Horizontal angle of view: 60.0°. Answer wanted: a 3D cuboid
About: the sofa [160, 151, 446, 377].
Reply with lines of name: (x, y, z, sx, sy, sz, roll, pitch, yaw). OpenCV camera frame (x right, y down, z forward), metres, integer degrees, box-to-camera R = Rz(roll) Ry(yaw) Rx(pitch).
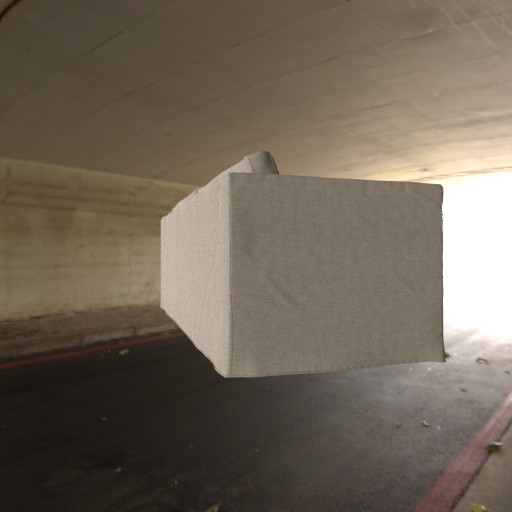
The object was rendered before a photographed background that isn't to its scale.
sofa: (0.000, 0.000, 2.736, 0.956, 0.847, 2.296, 0, 0, -18)
